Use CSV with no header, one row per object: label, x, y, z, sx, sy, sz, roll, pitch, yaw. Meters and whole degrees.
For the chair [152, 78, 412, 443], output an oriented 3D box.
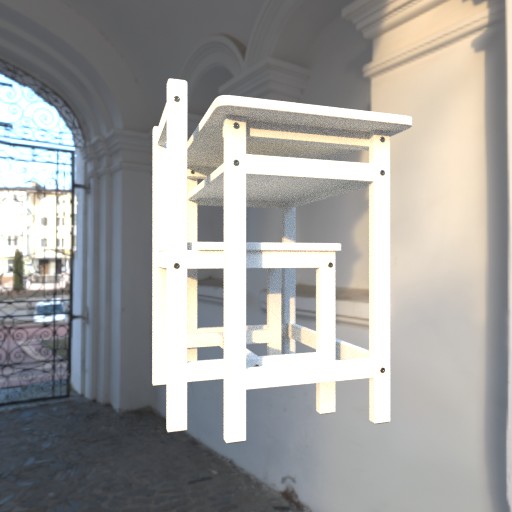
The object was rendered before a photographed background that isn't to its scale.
chair,0.000,0.000,1.073,0.461,0.673,0.599,0,0,-18
